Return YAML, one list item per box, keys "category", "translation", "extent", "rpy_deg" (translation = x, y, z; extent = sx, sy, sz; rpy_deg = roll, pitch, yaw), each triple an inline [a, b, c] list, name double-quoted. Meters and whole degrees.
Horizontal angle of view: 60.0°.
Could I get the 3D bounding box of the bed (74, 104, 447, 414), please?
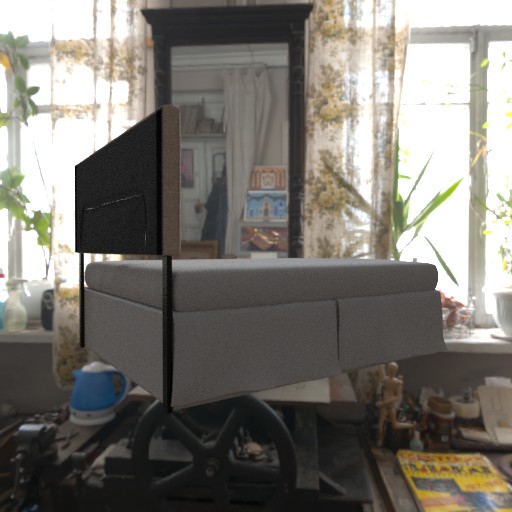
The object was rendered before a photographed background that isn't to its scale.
- category: "bed"
  translation: [0.000, 0.000, 2.994]
  extent: [1.978, 1.270, 1.643]
  rpy_deg: [-1, 1, -34]
